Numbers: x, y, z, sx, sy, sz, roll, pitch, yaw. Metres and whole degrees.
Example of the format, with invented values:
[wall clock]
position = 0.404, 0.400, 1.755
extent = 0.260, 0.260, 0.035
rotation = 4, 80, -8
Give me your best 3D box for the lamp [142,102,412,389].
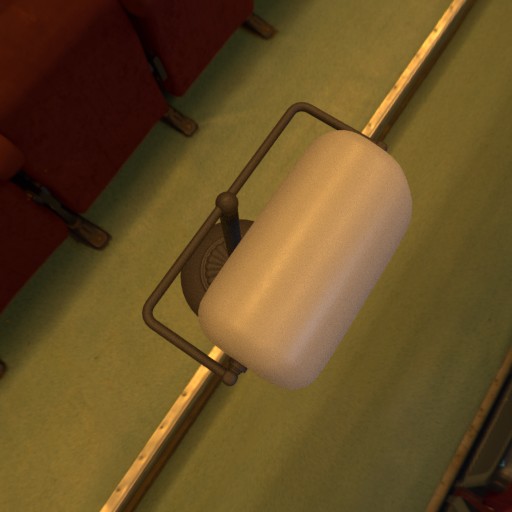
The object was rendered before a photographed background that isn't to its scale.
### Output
[lamp]
position = 0.000, 0.000, 0.515
extent = 0.243, 0.339, 0.264
rotation = 33, 77, 8
